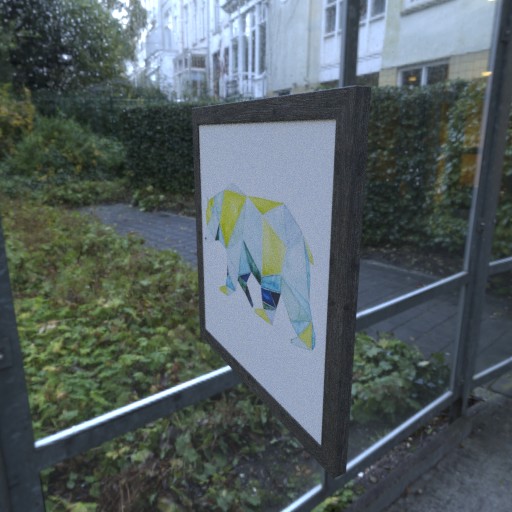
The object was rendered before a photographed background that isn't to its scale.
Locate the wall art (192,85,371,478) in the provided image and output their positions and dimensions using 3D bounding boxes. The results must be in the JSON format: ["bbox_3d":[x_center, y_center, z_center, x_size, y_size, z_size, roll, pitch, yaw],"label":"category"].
[{"bbox_3d":[0.000,0.000,0.693,0.027,0.459,0.462,-8,17,-27],"label":"wall art"}]
